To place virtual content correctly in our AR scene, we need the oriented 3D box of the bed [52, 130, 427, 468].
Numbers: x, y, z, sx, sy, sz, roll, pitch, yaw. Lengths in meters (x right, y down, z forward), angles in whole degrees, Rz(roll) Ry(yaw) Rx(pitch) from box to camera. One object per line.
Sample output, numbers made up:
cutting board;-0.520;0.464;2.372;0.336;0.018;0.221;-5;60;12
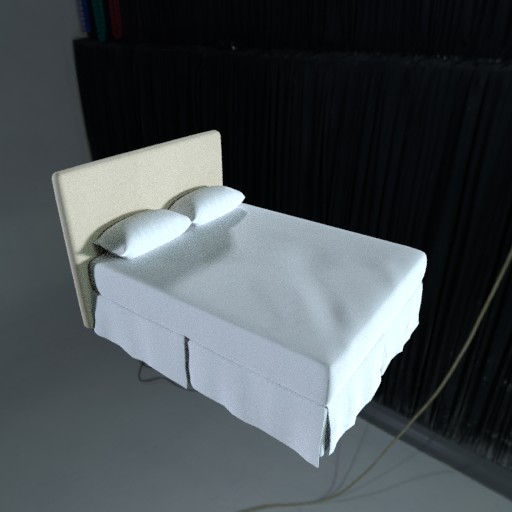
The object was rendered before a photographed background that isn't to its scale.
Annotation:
bed;0.000;0.000;3.270;2.142;1.330;1.723;18;33;31
